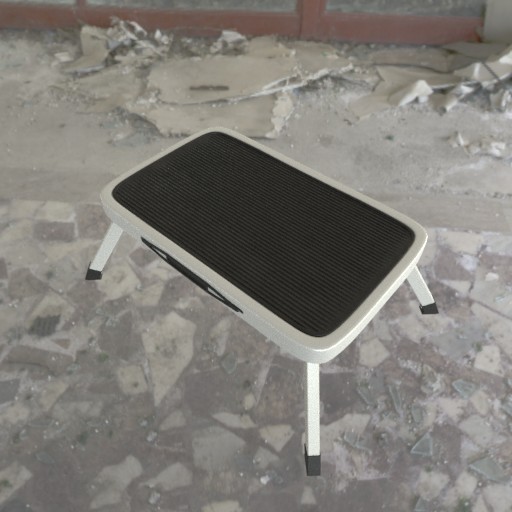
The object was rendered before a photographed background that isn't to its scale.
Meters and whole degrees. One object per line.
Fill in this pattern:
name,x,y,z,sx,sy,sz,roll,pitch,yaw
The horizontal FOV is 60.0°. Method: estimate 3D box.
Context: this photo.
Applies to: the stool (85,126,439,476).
stool,0.000,0.000,0.624,0.460,0.170,0.320,33,55,27
